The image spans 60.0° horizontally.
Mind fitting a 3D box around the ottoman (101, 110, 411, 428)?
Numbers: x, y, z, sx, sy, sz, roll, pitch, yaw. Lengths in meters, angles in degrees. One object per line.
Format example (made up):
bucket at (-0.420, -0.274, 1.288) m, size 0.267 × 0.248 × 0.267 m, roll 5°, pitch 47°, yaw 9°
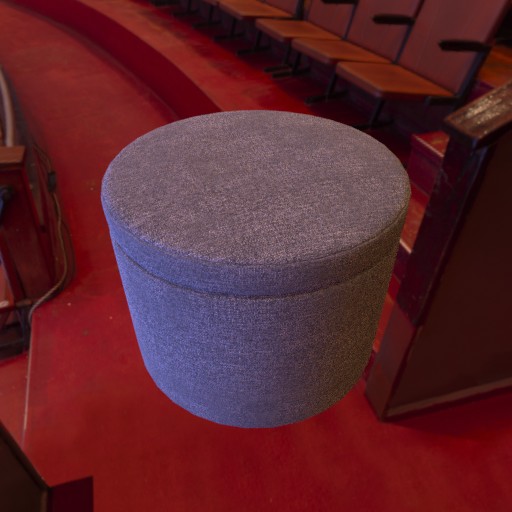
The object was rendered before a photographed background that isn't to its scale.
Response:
ottoman at (0.000, 0.000, 0.852) m, size 0.500 × 0.419 × 0.500 m, roll 0°, pitch 39°, yaw 0°
